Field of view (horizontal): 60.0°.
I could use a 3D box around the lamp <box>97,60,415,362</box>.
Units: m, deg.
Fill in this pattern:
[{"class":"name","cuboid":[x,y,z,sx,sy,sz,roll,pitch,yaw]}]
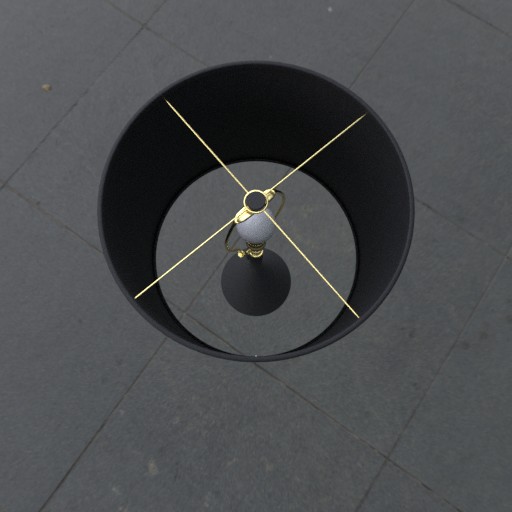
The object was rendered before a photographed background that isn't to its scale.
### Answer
[{"class":"lamp","cuboid":[0.000,0.000,0.785,0.359,0.584,0.359,-39,80,-8]}]
